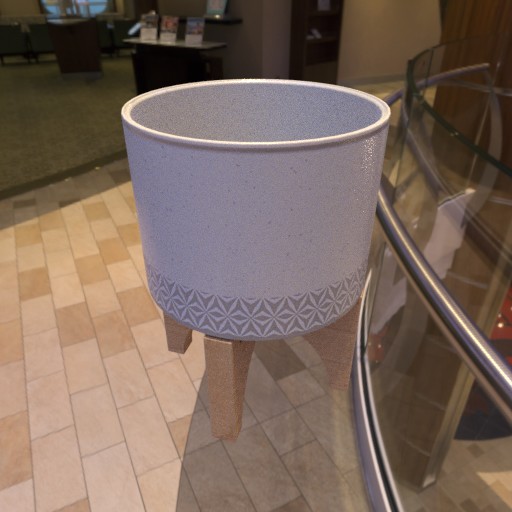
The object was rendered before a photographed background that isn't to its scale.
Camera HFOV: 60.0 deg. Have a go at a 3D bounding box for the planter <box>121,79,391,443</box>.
[{"bbox_3d":[0.000,0.000,0.266,0.130,0.178,0.130,0,32,0],"label":"planter"}]
